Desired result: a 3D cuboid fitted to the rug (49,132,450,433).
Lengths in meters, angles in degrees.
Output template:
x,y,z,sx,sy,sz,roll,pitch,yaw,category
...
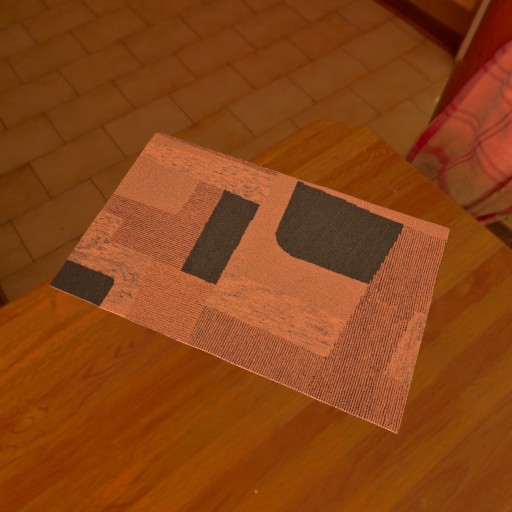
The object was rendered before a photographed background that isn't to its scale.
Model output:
x,y,z,sx,sy,sz,roll,pitch,yaw,category
0.000,0.000,3.134,2.436,0.015,1.521,20,64,11,rug
